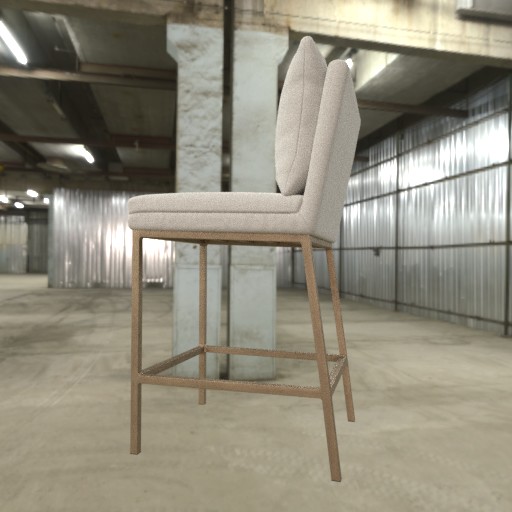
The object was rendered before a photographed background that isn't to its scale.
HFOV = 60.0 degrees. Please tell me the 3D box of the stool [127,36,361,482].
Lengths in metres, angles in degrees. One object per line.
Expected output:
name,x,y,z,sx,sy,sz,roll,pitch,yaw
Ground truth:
stool,0.000,0.000,1.286,0.572,1.032,0.463,0,-1,17
